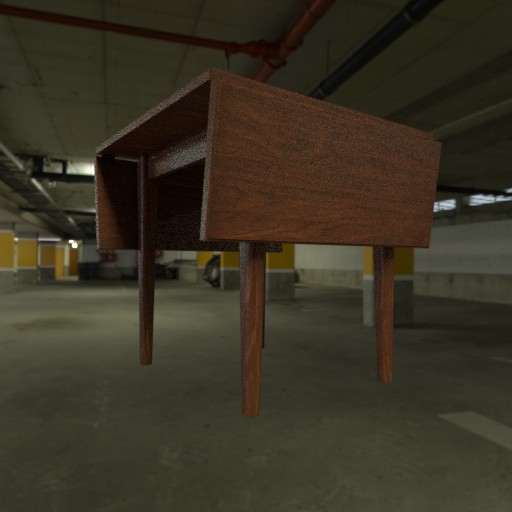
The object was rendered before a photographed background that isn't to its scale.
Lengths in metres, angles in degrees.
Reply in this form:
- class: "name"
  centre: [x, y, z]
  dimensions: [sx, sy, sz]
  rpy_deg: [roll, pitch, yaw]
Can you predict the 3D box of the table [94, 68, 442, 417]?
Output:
- class: "table"
  centre: [0.000, 0.000, 1.464]
  dimensions: [0.812, 0.763, 0.843]
  rpy_deg: [1, -1, -36]
